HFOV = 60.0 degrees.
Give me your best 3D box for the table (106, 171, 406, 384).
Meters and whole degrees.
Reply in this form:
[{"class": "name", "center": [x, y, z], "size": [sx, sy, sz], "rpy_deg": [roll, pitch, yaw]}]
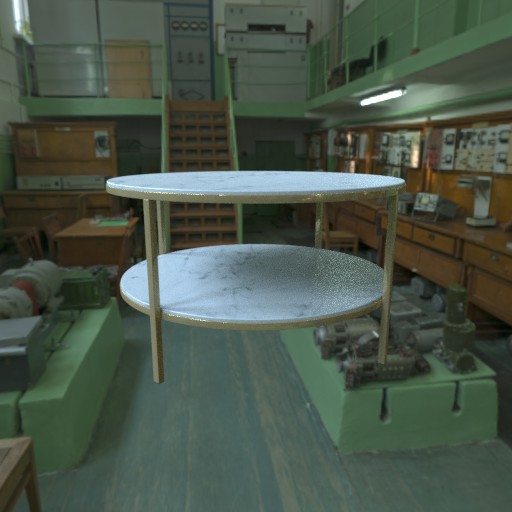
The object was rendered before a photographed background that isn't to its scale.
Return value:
[{"class": "table", "center": [0.000, 0.000, 1.293], "size": [0.800, 0.450, 0.800], "rpy_deg": [0, 14, 0]}]
